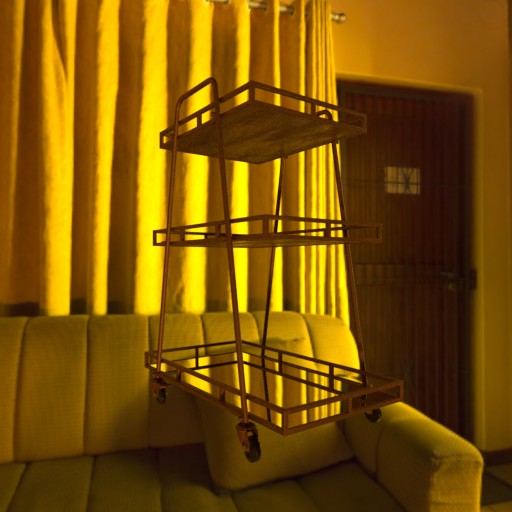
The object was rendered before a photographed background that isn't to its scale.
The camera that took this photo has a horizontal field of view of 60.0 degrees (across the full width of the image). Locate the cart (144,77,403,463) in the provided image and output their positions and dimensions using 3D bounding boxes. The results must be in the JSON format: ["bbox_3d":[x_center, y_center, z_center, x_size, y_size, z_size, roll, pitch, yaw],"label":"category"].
[{"bbox_3d":[0.000,0.000,1.274,0.441,0.883,0.711,1,-1,-36],"label":"cart"}]
